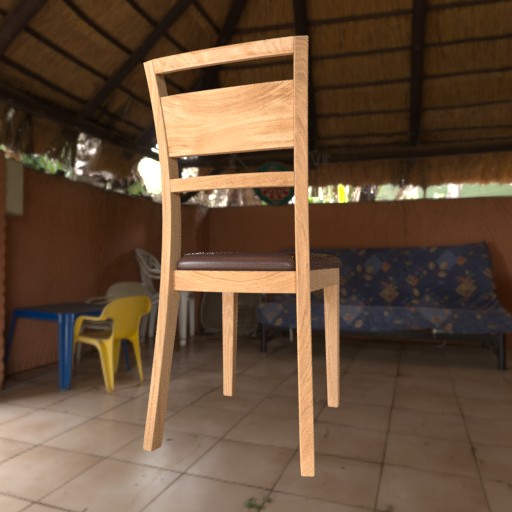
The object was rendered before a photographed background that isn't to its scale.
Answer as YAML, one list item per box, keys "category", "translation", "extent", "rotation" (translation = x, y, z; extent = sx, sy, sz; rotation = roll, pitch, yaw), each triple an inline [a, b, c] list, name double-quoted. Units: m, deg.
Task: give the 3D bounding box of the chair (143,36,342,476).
- category: "chair"
  translation: [0.000, 0.000, 1.229]
  extent: [0.420, 0.940, 0.545]
  rotation: [0, 0, 19]
